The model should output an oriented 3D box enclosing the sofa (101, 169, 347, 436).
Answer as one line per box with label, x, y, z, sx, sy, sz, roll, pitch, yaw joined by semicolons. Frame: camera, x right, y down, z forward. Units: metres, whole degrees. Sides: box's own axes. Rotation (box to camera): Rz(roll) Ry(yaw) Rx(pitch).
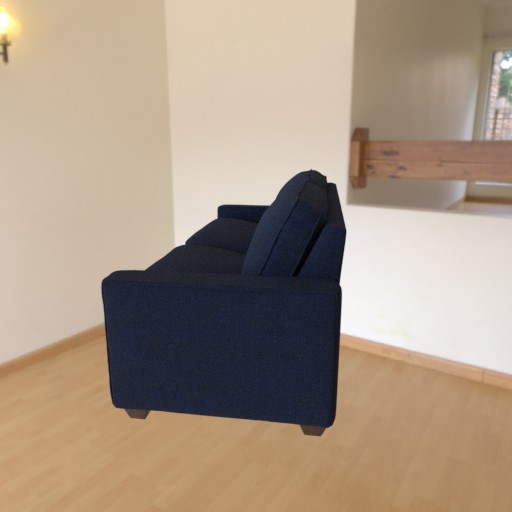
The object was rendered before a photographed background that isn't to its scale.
sofa;0.000;0.000;2.617;0.940;0.919;2.080;2;15;8
